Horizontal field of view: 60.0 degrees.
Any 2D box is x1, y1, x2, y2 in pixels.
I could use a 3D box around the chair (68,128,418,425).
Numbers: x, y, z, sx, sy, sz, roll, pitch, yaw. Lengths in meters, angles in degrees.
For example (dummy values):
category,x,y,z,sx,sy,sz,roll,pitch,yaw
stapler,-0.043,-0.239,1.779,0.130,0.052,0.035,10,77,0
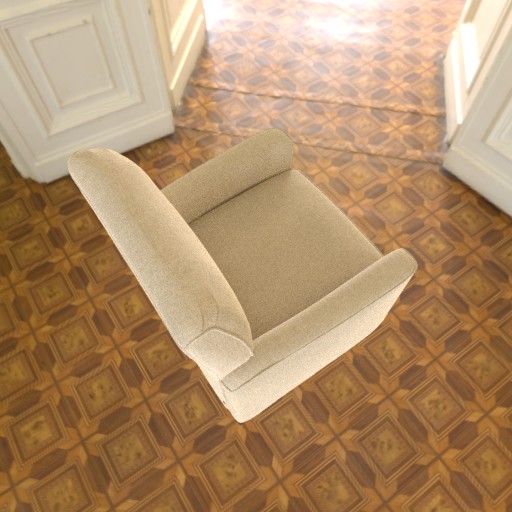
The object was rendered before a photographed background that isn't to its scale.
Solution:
category,x,y,z,sx,sy,sz,roll,pitch,yaw
chair,0.000,0.000,1.628,0.859,1.023,0.845,-31,64,-17
